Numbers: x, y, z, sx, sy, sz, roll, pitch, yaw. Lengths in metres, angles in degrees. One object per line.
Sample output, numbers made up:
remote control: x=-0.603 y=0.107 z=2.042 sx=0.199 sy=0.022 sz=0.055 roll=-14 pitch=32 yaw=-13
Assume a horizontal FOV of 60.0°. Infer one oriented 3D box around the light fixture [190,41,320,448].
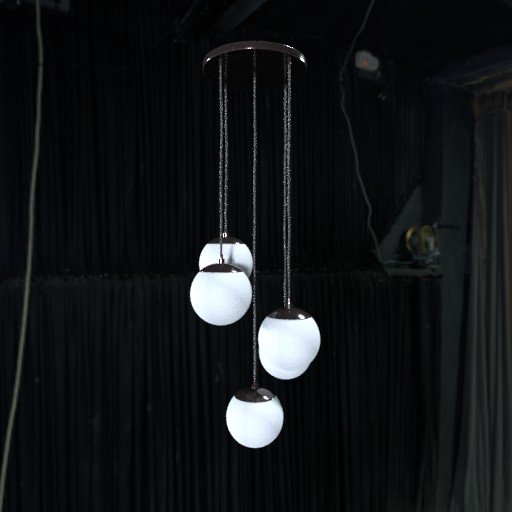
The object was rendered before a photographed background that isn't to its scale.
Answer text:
light fixture: x=0.000 y=0.000 z=1.483 sx=0.484 sy=1.271 sz=0.489 roll=0 pitch=1 yaw=-34
